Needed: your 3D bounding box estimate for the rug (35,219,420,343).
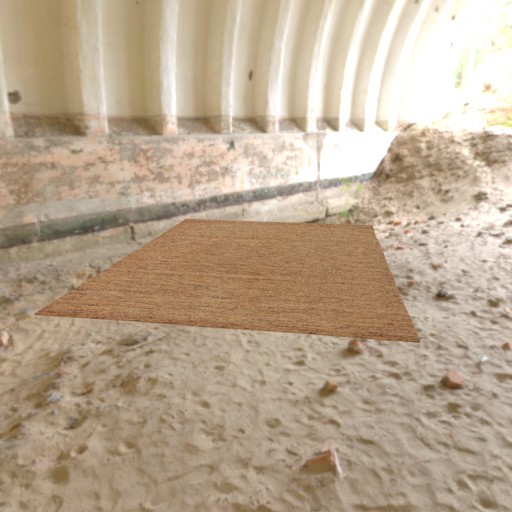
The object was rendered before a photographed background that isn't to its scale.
[{"bbox_3d":[0.000,0.000,4.246,2.438,0.012,3.200,3,16,9],"label":"rug"}]
